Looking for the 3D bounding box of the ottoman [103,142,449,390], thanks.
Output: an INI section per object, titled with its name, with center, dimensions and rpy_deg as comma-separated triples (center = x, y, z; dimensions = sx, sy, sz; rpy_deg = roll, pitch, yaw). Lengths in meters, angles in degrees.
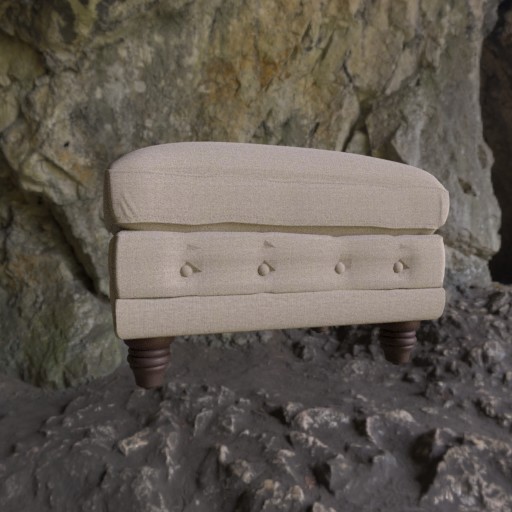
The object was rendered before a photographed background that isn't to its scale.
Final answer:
[ottoman]
center = 0.000, 0.000, 1.049
dimensions = 0.684, 0.463, 0.541
rpy_deg = 0, 1, -18
